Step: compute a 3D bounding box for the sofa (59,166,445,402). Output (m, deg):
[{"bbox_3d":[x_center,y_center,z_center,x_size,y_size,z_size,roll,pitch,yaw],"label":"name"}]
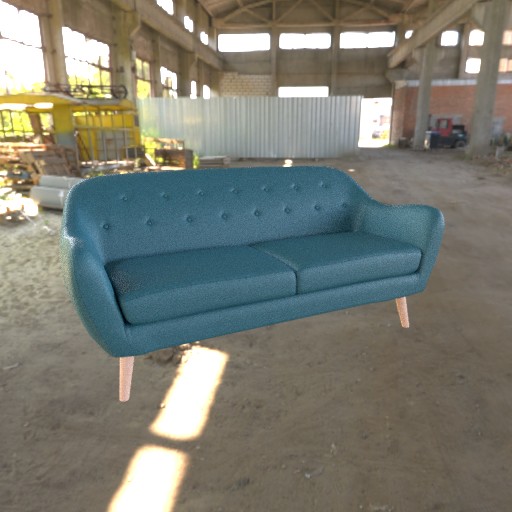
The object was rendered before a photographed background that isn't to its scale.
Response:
[{"bbox_3d":[0.000,0.000,2.274,1.840,0.836,0.820,-8,18,-26],"label":"sofa"}]
